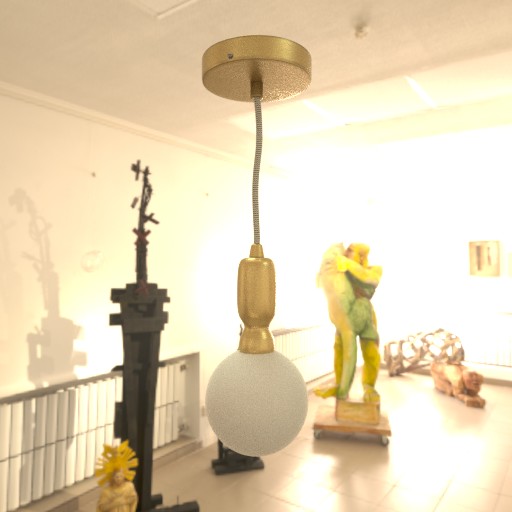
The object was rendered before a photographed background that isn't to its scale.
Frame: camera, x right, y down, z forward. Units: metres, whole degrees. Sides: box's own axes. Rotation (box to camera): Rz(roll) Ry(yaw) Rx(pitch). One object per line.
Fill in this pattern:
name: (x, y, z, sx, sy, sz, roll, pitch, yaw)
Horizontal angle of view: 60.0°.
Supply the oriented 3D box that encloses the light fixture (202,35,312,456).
light fixture: (0.000, 0.000, 0.581, 0.146, 0.510, 0.147, -1, -1, 35)
